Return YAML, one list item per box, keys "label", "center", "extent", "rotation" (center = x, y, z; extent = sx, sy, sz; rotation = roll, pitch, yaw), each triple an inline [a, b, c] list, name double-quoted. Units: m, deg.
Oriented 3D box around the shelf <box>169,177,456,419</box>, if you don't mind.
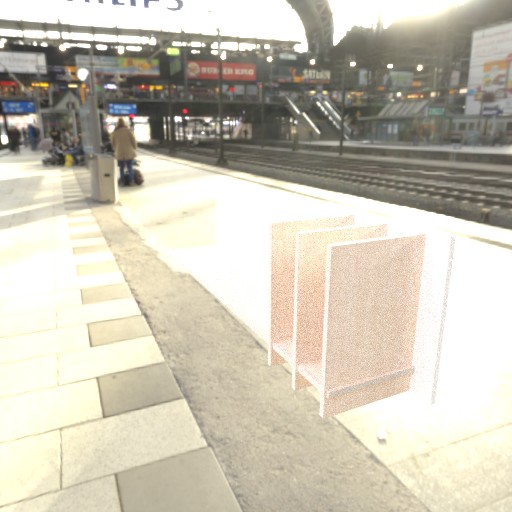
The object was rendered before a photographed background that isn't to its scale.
- label: "shelf"
  center: [0.000, 0.000, 1.130]
  extent: [0.200, 0.300, 1.020]
  rotation: [-8, 17, -25]
